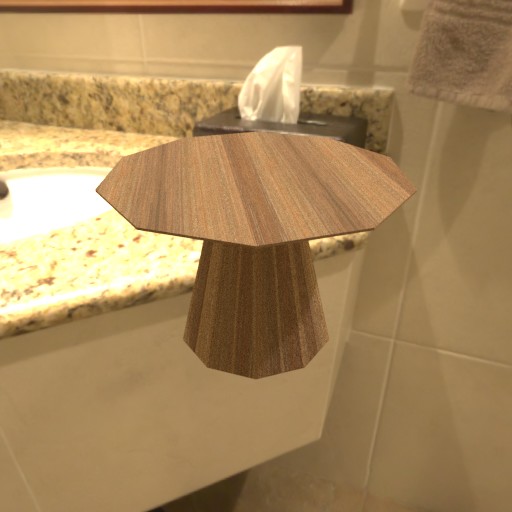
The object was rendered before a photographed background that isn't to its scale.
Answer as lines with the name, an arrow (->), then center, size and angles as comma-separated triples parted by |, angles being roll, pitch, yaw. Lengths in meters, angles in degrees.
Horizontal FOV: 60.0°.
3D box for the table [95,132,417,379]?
table -> 0.000, 0.000, 1.901 | 1.186, 0.752, 1.186 | 0, 30, 0
